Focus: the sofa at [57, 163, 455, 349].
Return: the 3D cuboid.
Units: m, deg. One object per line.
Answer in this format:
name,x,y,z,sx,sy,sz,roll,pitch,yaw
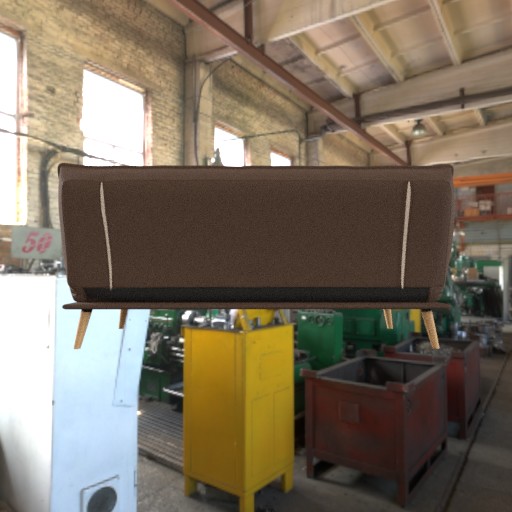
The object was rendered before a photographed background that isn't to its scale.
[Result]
sofa,0.000,0.000,2.451,1.940,0.890,0.950,0,-2,0
